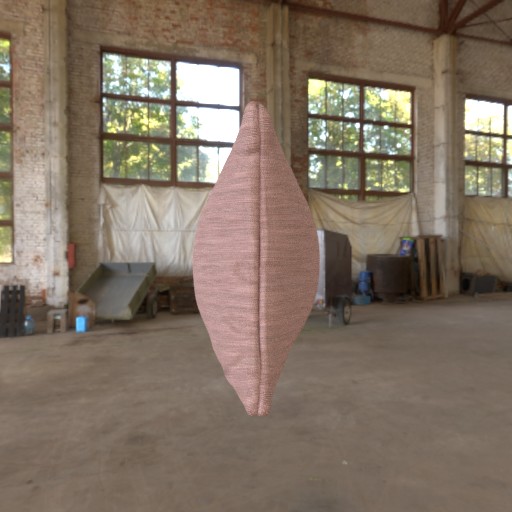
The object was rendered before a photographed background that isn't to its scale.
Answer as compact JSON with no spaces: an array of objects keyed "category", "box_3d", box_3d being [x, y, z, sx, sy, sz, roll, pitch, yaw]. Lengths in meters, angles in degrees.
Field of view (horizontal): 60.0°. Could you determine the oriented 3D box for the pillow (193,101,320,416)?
[{"category":"pillow","box_3d":[0.000,0.000,0.781,0.210,0.338,0.633,0,1,1]}]
